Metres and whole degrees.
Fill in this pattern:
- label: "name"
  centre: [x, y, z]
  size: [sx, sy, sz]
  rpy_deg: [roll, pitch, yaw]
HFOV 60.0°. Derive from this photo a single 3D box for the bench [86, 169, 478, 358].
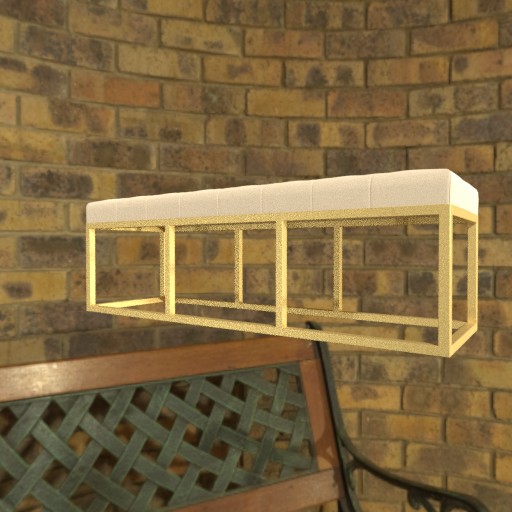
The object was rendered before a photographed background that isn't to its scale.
- label: "bench"
  centre: [0.000, 0.000, 1.692]
  size: [1.473, 0.484, 0.457]
  rpy_deg: [1, 1, 34]
